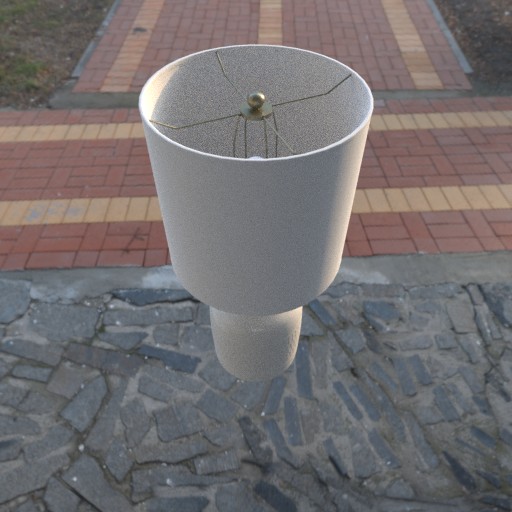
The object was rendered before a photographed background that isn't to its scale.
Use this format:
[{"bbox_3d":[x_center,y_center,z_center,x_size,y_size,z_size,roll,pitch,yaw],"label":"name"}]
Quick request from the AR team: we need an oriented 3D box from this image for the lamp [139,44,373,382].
[{"bbox_3d":[0.000,0.000,0.504,0.188,0.392,0.188,11,48,10],"label":"lamp"}]
